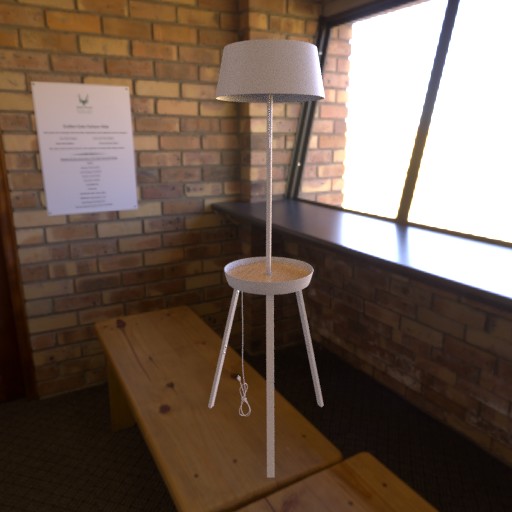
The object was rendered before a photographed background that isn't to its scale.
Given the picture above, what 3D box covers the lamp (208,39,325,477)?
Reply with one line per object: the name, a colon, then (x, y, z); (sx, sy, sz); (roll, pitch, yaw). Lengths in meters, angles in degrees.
lamp: (0.000, 0.000, 1.650); (0.468, 1.429, 0.508); (8, 17, 27)
